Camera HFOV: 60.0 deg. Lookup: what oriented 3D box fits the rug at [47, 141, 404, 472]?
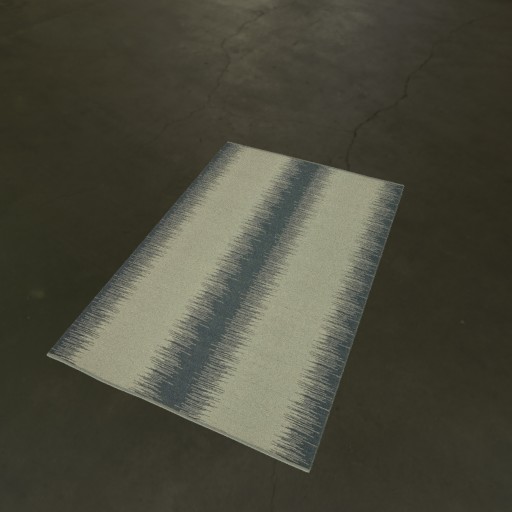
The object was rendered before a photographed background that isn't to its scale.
[{"bbox_3d":[0.000,0.000,2.378,1.234,0.006,1.854,18,50,16],"label":"rug"}]
